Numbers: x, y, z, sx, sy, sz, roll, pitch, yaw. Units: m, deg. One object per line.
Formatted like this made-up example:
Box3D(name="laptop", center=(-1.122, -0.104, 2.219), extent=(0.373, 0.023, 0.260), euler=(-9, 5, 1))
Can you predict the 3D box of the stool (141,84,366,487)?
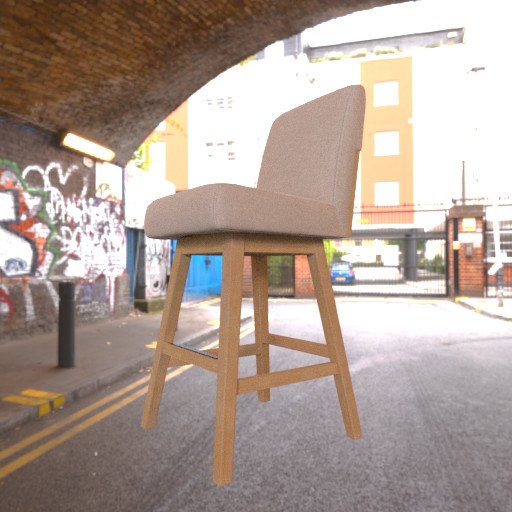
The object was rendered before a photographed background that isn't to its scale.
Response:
Box3D(name="stool", center=(0.000, 0.000, 1.292), extent=(0.543, 1.015, 0.446), euler=(1, -2, -36))
